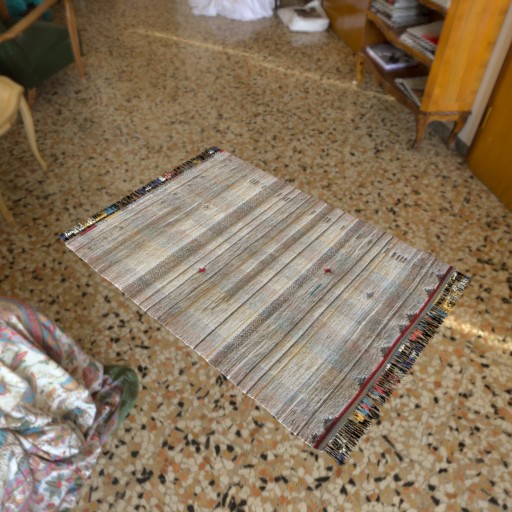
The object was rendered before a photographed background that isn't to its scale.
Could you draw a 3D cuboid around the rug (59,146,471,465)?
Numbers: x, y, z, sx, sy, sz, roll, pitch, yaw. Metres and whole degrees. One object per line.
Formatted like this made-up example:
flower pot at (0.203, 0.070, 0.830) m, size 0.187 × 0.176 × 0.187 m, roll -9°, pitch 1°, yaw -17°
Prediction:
rug at (0.000, 0.000, 2.300) m, size 1.848 × 0.012 × 1.217 m, roll 32°, pitch 54°, yaw 27°
